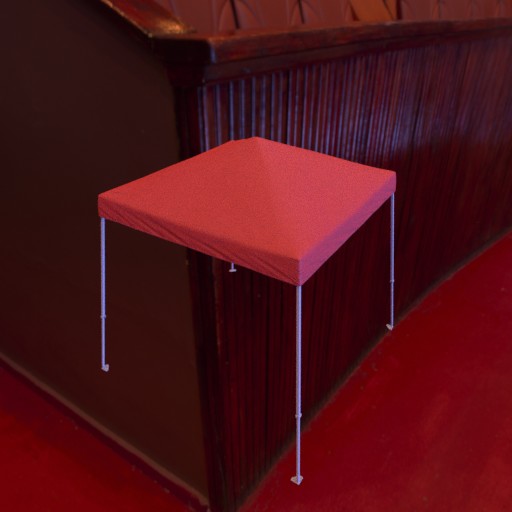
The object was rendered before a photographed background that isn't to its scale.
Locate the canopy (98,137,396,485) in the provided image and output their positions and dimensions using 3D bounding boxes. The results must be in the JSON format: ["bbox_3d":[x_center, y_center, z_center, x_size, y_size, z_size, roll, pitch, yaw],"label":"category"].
[{"bbox_3d":[0.000,0.000,6.681,3.600,3.600,3.599,18,35,28],"label":"canopy"}]
